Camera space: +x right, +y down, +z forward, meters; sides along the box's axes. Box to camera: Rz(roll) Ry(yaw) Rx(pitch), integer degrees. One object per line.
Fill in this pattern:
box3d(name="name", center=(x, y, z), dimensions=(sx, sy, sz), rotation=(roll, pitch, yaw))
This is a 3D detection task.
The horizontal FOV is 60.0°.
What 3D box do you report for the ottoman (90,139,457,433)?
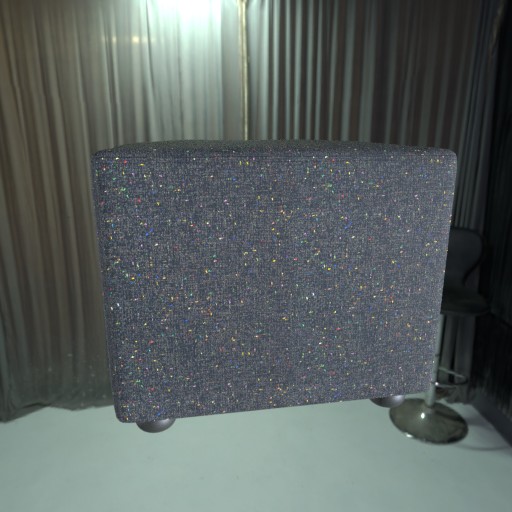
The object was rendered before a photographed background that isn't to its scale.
box3d(name="ottoman", center=(0.000, 0.000, 0.853), dimensions=(0.508, 0.432, 0.508), rotation=(-3, 15, -9))
